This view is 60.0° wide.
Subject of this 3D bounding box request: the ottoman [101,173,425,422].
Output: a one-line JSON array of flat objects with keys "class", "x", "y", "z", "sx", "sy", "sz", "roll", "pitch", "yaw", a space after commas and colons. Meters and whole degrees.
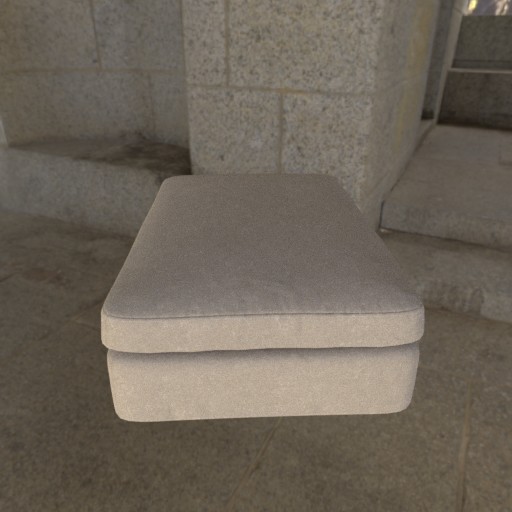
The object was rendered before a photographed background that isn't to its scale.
[{"class": "ottoman", "x": 0.000, "y": 0.000, "z": 1.649, "sx": 0.840, "sy": 0.429, "sz": 1.199, "roll": -1, "pitch": 26, "yaw": -2}]
